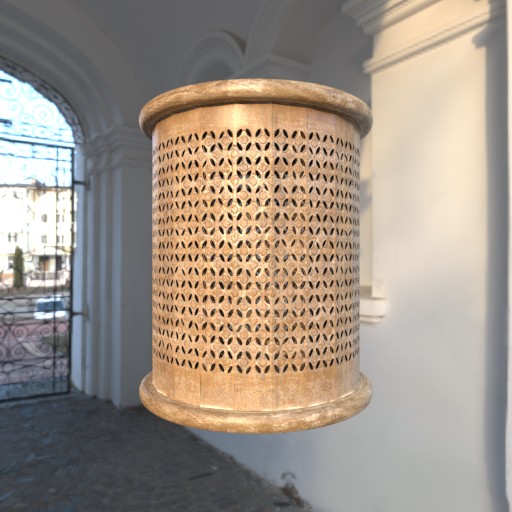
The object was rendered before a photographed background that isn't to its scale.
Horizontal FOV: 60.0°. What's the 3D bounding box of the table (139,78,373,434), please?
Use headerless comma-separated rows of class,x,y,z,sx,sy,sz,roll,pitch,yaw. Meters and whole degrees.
table,0.000,0.000,0.798,0.407,0.482,0.407,0,0,0
